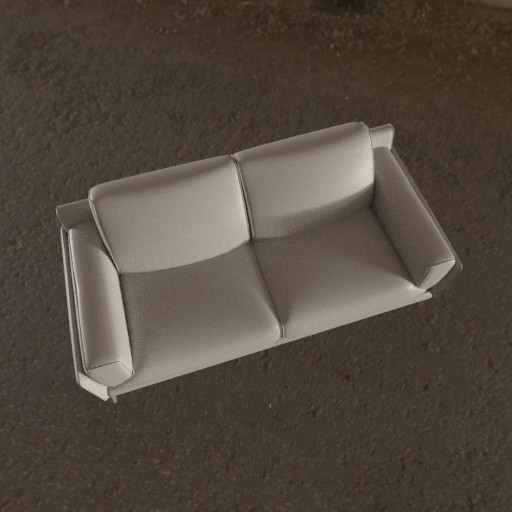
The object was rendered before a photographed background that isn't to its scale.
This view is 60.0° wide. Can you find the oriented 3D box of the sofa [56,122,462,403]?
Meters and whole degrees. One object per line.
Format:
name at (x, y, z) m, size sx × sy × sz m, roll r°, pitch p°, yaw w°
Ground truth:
sofa at (0.000, 0.000, 2.565) m, size 2.101 × 0.930 × 1.049 m, roll -16°, pitch 63°, yaw -8°
